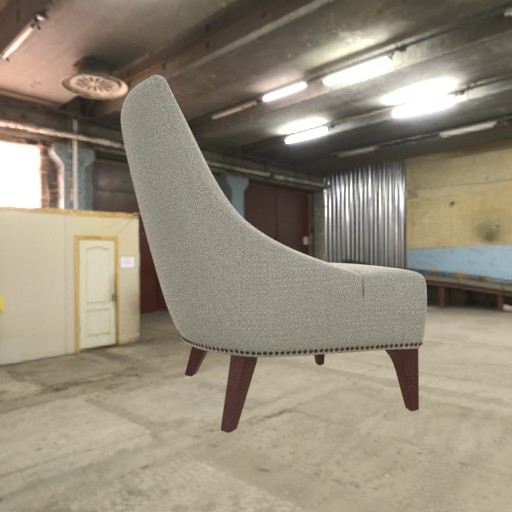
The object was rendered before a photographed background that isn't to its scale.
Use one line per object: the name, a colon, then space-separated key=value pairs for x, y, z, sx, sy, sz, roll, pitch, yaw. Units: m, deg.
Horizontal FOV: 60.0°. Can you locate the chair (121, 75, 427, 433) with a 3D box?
chair: x=0.000 y=0.000 z=1.470 sx=0.861 sy=0.909 sz=0.701 roll=0 pitch=-1 yaw=-18
